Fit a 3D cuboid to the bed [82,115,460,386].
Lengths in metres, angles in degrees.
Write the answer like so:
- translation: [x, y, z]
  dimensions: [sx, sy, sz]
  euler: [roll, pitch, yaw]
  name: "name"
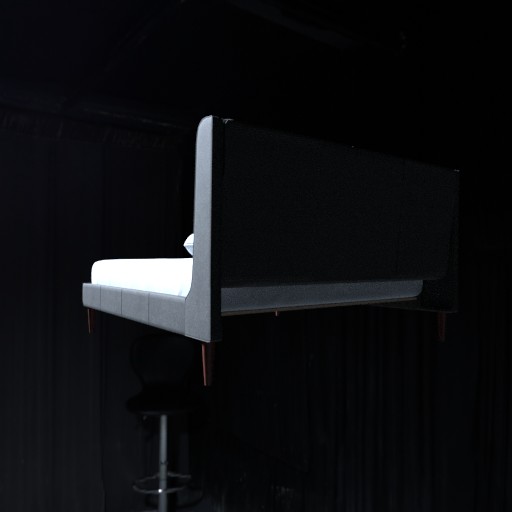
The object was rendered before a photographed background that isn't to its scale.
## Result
- translation: [0.000, 0.000, 2.578]
  dimensions: [1.531, 0.933, 1.638]
  euler: [1, -1, -36]
  name: "bed"
